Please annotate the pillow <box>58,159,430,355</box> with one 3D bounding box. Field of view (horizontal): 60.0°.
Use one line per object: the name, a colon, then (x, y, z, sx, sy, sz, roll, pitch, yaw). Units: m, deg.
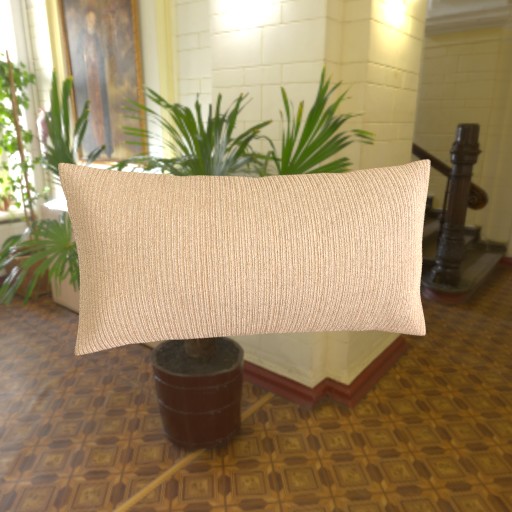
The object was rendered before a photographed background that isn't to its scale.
pillow: (0.000, 0.000, 0.738, 0.608, 0.307, 0.155, -2, 17, -7)
